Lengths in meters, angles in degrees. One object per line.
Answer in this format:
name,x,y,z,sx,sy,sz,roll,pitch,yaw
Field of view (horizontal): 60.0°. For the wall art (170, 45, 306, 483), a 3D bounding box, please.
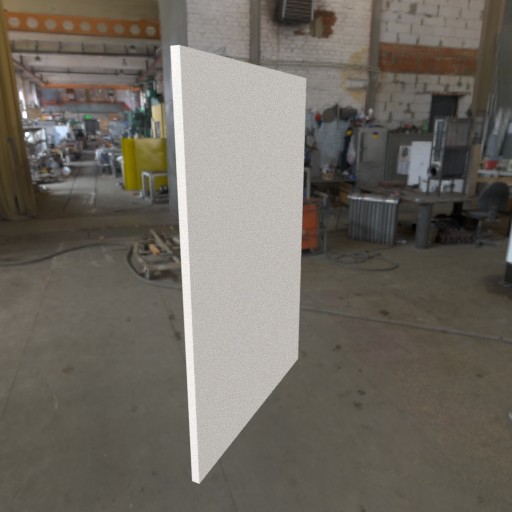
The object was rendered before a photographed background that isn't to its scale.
wall art,0.000,0.000,0.598,0.010,0.474,0.325,8,18,25
